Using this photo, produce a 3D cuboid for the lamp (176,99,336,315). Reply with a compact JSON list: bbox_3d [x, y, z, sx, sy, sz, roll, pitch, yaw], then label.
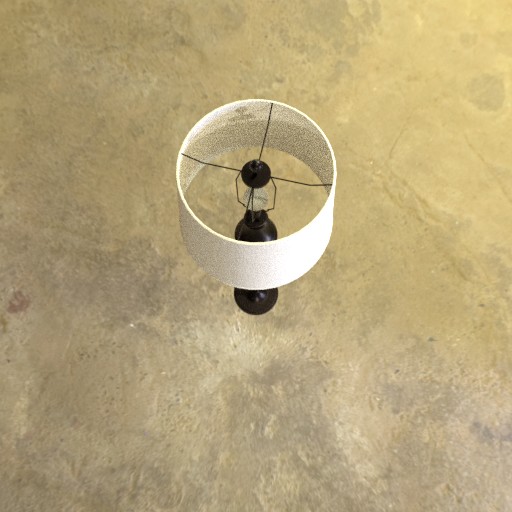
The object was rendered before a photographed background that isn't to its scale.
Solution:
[{"bbox_3d":[0.000,0.000,1.664,0.431,1.484,0.431,0,74,0],"label":"lamp"}]
